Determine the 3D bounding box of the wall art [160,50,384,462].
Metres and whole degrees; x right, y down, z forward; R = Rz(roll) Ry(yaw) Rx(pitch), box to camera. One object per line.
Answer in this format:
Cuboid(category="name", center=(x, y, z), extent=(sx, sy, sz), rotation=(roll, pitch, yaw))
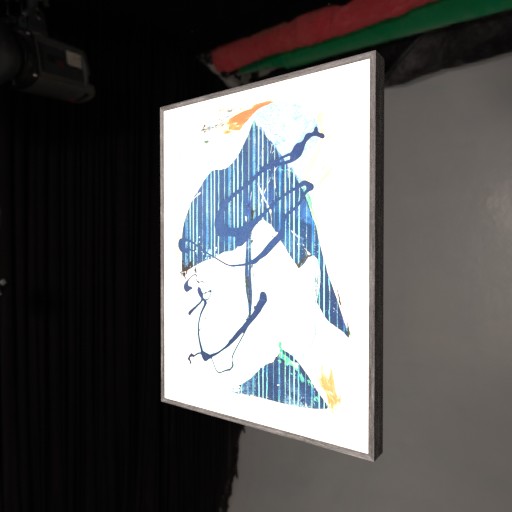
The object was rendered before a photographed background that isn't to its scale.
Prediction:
Cuboid(category="wall art", center=(0.000, 0.000, 1.338), extent=(0.762, 1.016, 0.063), rotation=(1, 1, 35))
